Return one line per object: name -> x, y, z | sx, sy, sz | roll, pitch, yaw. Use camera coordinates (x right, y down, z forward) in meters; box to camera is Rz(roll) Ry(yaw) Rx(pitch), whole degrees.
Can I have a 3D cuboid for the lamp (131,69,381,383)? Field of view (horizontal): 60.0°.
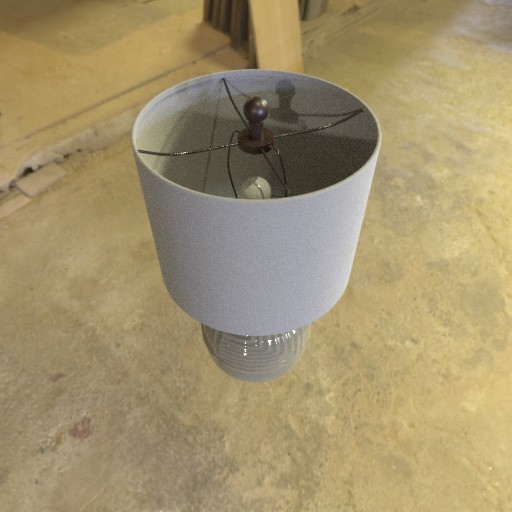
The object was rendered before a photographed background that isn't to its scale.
lamp -> 0.000, 0.000, 0.751 | 0.318, 0.567, 0.318 | 0, 47, 0
